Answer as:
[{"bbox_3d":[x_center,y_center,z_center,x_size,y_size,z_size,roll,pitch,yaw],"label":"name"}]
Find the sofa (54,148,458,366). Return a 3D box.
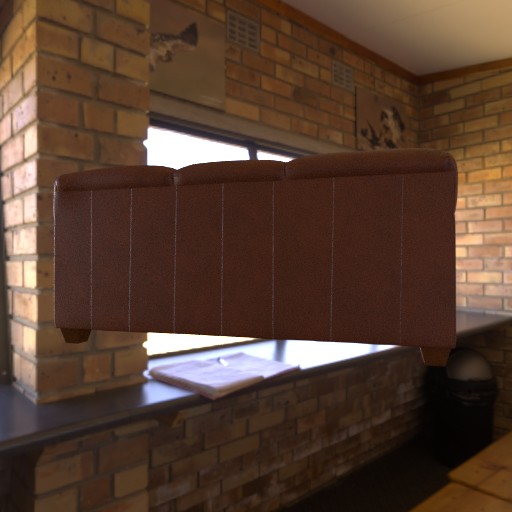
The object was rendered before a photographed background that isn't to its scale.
[{"bbox_3d":[0.000,0.000,2.566,2.039,0.953,1.008,0,-1,17],"label":"sofa"}]
